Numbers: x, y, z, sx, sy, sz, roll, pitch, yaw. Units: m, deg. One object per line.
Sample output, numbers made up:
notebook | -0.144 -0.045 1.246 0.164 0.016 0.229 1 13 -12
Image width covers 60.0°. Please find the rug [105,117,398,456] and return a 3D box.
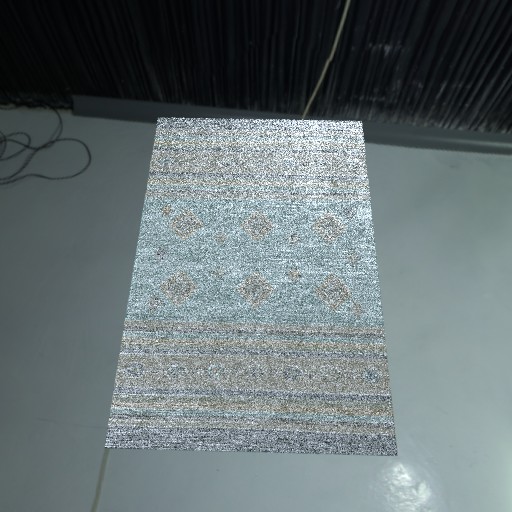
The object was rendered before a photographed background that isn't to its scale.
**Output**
rug | 0.000 0.000 2.236 1.212 0.010 1.811 1 64 1
